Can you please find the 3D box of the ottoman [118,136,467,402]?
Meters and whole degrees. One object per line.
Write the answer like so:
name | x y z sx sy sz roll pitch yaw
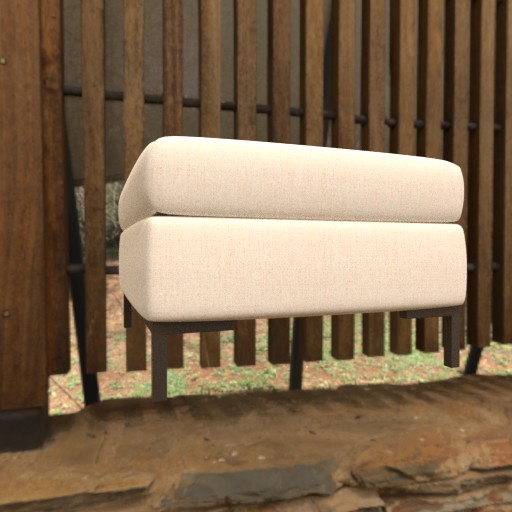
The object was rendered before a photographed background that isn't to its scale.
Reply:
ottoman | 0.000 0.000 1.150 0.657 0.453 0.794 0 1 -20
